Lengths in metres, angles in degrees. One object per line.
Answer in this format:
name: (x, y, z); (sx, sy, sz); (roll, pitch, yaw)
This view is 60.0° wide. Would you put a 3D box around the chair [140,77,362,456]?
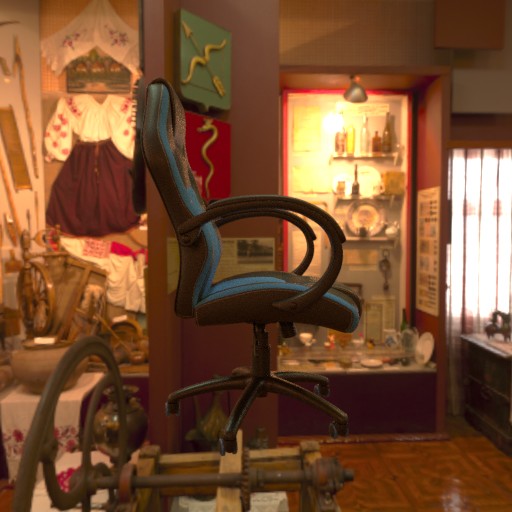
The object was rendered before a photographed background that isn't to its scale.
chair: (0.000, 0.000, 1.605); (0.724, 1.187, 0.673); (0, 3, 0)
